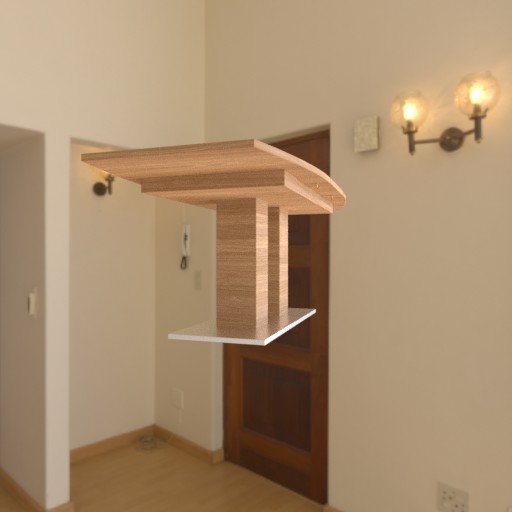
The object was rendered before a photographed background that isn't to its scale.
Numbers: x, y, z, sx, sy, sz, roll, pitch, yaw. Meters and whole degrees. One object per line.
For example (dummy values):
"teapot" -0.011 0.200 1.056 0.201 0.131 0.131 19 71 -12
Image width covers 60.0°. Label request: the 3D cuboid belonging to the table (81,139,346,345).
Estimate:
"table" 0.000 0.000 2.476 0.900 0.750 2.032 0 0 18
